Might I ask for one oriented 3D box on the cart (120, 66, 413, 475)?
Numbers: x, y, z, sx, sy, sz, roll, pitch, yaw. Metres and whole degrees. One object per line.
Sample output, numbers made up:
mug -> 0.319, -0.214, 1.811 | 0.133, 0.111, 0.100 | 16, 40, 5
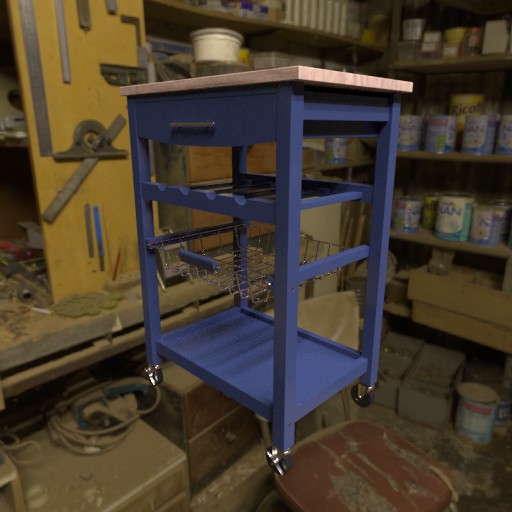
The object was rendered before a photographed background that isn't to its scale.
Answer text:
cart -> 0.000, 0.000, 1.162 | 0.584, 0.839, 0.403 | 15, 22, 42
